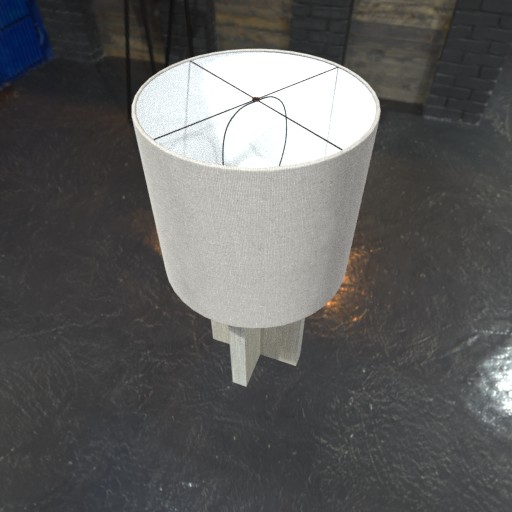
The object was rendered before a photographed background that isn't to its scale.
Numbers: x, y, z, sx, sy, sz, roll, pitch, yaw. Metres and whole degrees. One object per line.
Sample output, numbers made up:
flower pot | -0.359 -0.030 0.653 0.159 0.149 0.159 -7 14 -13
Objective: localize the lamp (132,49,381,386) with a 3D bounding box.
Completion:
lamp | 0.000 0.000 0.567 0.229 0.428 0.229 15 48 14
